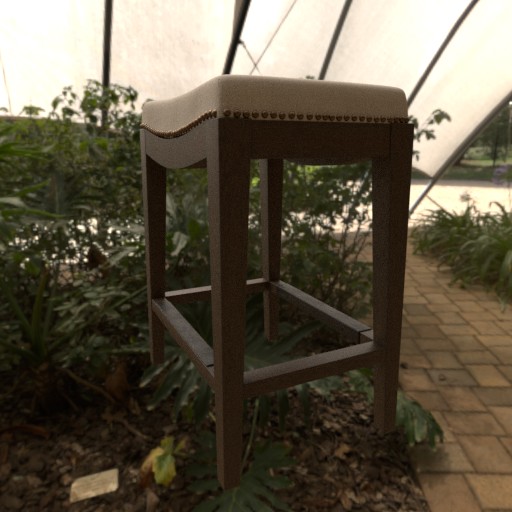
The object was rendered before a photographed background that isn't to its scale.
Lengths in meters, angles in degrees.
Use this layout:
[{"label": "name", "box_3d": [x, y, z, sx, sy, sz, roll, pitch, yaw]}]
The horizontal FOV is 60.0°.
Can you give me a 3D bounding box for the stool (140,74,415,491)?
[{"label": "stool", "box_3d": [0.000, 0.000, 0.930, 0.361, 0.642, 0.500, -7, 15, -25]}]
